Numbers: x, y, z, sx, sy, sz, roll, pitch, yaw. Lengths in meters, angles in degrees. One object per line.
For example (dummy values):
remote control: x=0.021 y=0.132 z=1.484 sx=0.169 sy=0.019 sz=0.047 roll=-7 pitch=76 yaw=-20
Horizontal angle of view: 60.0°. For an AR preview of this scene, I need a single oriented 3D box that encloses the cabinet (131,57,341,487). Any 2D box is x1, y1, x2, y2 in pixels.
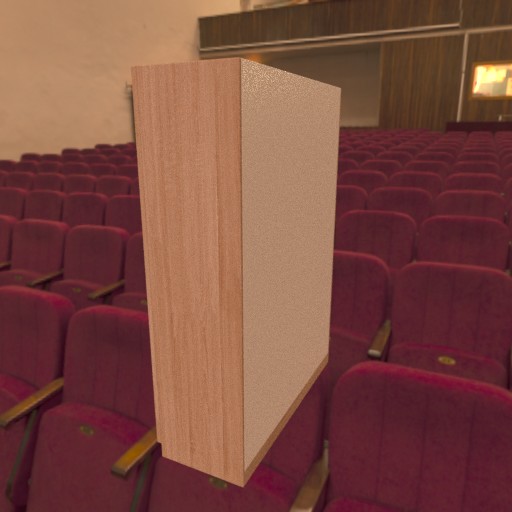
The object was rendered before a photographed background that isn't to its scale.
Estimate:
cabinet: x=0.000 y=0.000 z=2.851 sx=0.590 sy=2.120 sz=1.500 roll=8 pitch=17 yaw=25
